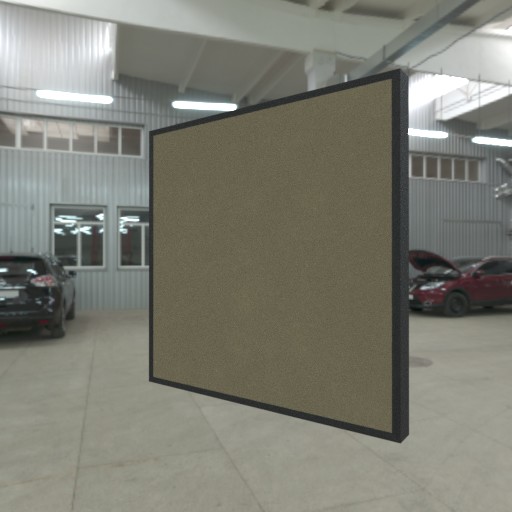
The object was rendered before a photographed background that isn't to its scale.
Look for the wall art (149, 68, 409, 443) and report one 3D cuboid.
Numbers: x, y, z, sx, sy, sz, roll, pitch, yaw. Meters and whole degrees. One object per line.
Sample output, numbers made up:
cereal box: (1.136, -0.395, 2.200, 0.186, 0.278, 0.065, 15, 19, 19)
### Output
wall art: (0.000, 0.000, 0.763, 0.509, 0.507, 0.037, 0, 0, 36)
